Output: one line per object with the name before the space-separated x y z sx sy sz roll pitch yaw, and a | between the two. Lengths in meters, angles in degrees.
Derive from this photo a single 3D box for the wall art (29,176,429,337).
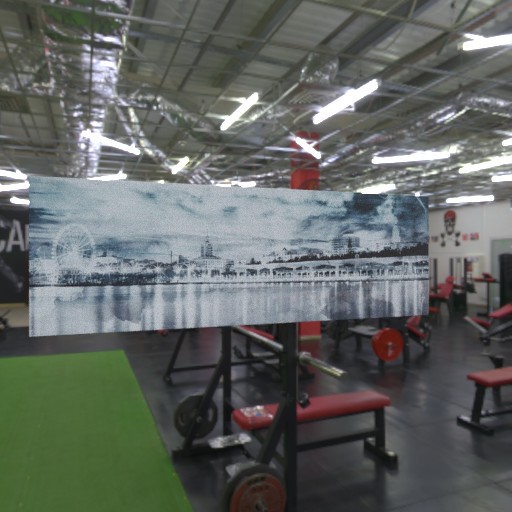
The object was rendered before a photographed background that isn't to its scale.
wall art | 0.000 0.000 0.830 0.759 0.251 0.037 0 0 -19
